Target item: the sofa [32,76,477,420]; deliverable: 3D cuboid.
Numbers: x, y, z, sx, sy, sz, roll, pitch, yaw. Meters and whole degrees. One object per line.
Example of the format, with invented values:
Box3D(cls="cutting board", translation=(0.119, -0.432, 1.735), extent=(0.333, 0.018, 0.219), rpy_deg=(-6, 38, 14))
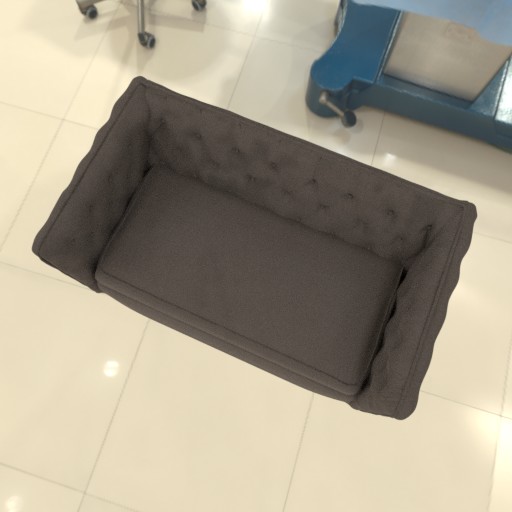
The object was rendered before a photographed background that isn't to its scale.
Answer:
Box3D(cls="sofa", translation=(0.000, 0.000, 2.080), extent=(1.583, 0.810, 0.909), rpy_deg=(23, 75, 6))
